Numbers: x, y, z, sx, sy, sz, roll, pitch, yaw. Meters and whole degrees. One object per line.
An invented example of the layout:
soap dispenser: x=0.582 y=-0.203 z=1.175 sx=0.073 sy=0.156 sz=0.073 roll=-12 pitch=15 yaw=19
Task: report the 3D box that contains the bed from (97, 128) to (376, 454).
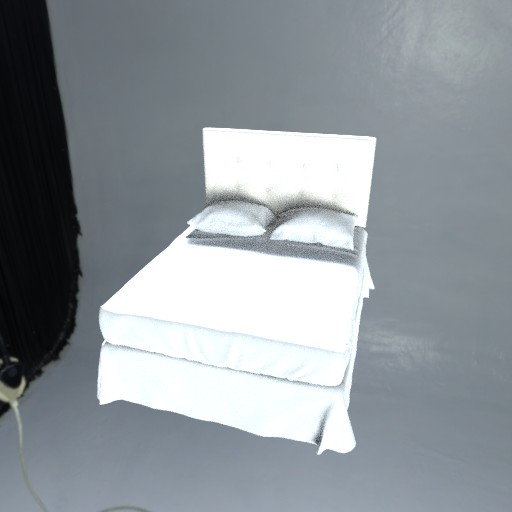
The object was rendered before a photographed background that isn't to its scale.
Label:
bed: x=0.000 y=0.000 z=3.565 sx=1.936 sy=1.577 sz=2.222 roll=7 pitch=28 yaw=14
